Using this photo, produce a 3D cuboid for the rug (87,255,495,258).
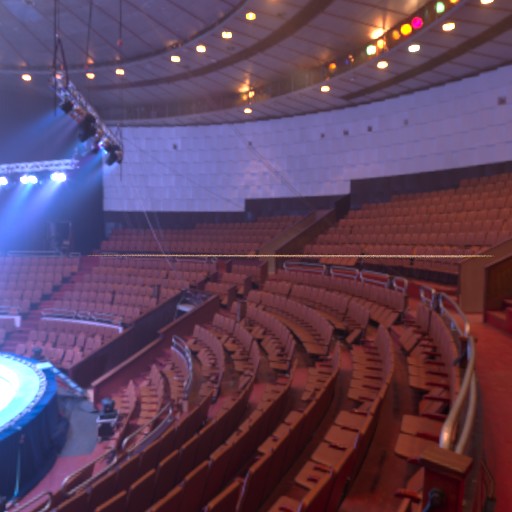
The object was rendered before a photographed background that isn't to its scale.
[{"bbox_3d":[0.000,0.000,2.650,2.437,0.006,0.686,0,0,37],"label":"rug"}]
